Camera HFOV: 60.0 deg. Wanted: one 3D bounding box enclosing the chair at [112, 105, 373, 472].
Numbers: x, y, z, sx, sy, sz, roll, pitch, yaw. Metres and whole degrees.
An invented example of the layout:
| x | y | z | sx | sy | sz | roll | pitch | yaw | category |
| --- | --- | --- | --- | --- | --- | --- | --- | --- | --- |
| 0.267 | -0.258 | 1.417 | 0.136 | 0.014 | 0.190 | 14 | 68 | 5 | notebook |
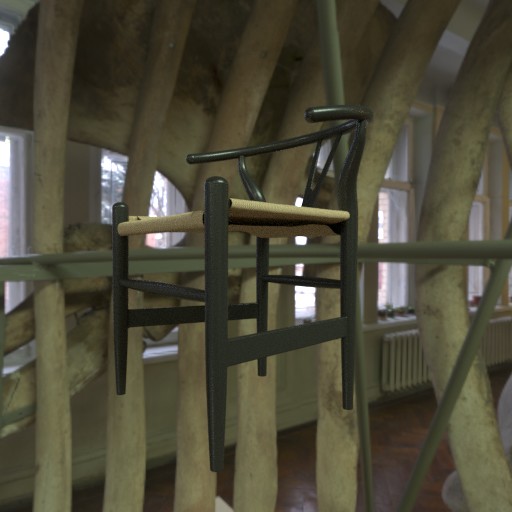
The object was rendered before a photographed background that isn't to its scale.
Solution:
| x | y | z | sx | sy | sz | roll | pitch | yaw | category |
| --- | --- | --- | --- | --- | --- | --- | --- | --- | --- |
| 0.000 | 0.000 | 1.129 | 0.570 | 0.739 | 0.570 | 0 | 1 | -36 | chair |
